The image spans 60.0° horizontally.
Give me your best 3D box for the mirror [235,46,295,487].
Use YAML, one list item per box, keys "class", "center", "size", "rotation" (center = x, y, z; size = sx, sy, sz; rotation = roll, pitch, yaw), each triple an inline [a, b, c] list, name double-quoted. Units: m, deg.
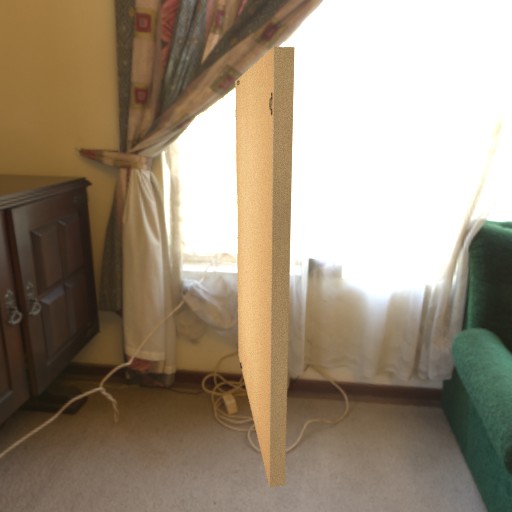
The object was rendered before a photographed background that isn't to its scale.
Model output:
- class: "mirror"
  center: [0.000, 0.000, 1.167]
  size: [0.041, 0.915, 0.609]
  rotation: [-2, 16, -8]
